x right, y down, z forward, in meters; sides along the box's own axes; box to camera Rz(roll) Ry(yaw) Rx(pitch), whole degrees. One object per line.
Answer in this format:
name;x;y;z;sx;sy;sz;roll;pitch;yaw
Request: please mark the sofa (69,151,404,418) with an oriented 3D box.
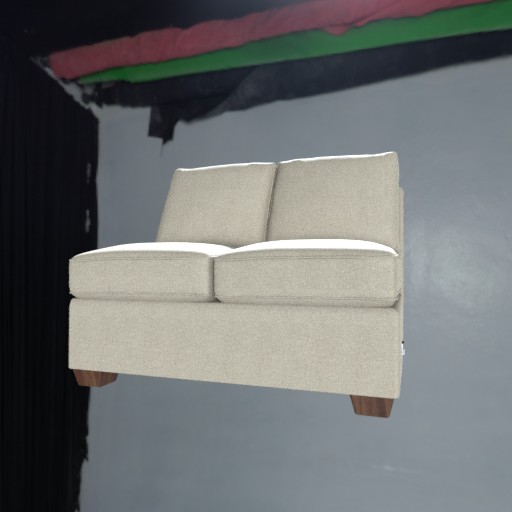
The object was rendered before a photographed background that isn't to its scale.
sofa;0.000;0.000;1.946;1.232;1.006;0.978;0;-1;19
